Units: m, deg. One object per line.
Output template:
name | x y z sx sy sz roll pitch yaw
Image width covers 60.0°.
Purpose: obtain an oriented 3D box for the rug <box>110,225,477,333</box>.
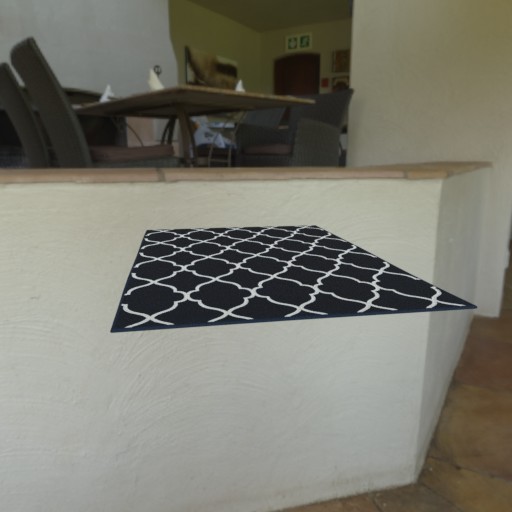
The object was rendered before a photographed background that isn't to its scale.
rug | 0.000 0.000 2.863 1.526 0.014 2.290 -2 13 -10
